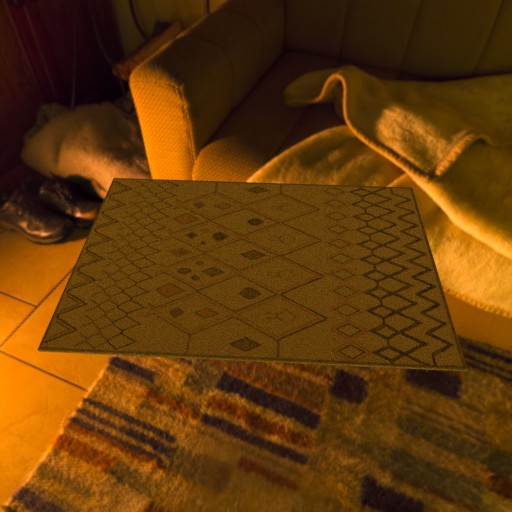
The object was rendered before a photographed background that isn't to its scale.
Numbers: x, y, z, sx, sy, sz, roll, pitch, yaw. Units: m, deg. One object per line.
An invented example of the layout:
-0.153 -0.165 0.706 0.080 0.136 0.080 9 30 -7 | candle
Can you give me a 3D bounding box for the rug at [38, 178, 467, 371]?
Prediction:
0.000 0.000 2.296 1.829 0.016 1.219 2 47 2 | rug
